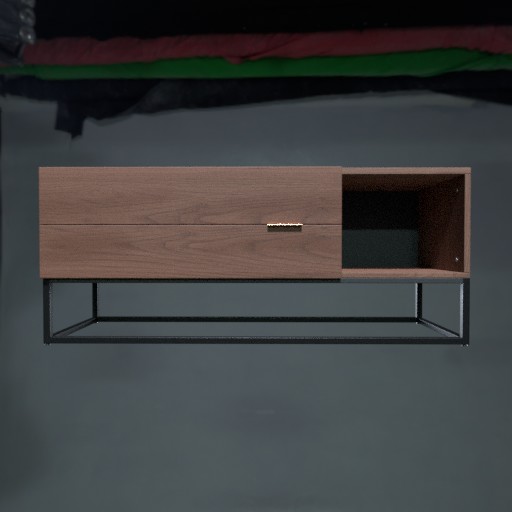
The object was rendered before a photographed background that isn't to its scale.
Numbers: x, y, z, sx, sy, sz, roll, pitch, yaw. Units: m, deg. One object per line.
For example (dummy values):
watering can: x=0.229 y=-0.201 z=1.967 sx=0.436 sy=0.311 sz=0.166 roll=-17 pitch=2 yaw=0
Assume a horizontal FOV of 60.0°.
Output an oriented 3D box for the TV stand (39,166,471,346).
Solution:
TV stand: x=0.000 y=0.000 z=1.418 sx=1.200 sy=0.500 sz=0.415 roll=0 pitch=1 yaw=1
